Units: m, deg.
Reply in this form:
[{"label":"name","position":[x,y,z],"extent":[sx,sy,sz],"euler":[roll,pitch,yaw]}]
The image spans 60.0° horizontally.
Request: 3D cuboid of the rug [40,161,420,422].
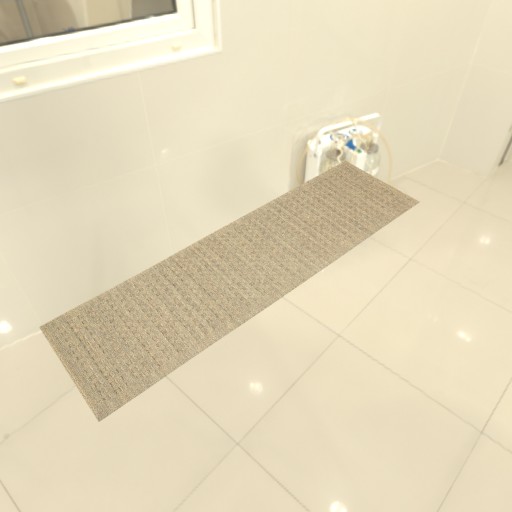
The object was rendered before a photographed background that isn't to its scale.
[{"label":"rug","position":[0.000,0.000,2.725],"extent":[2.437,0.005,0.688],"euler":[-31,53,-27]}]
